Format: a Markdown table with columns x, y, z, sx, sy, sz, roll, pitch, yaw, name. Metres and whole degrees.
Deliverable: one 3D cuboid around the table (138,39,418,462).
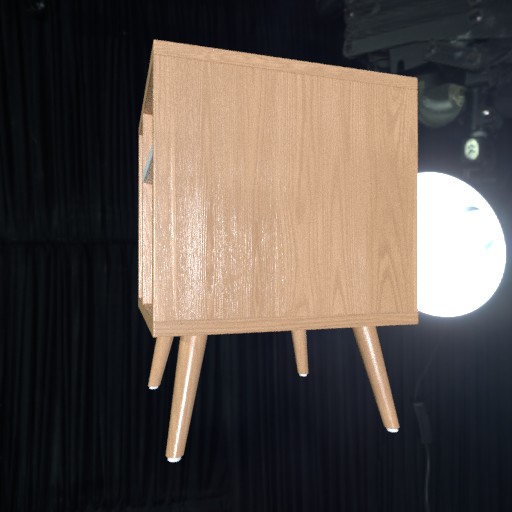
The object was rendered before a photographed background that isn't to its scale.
| x | y | z | sx | sy | sz | roll | pitch | yaw | name |
| --- | --- | --- | --- | --- | --- | --- | --- | --- | --- |
| 0.000 | 0.000 | 0.815 | 0.400 | 0.550 | 0.400 | 0 | -1 | -17 | table |
